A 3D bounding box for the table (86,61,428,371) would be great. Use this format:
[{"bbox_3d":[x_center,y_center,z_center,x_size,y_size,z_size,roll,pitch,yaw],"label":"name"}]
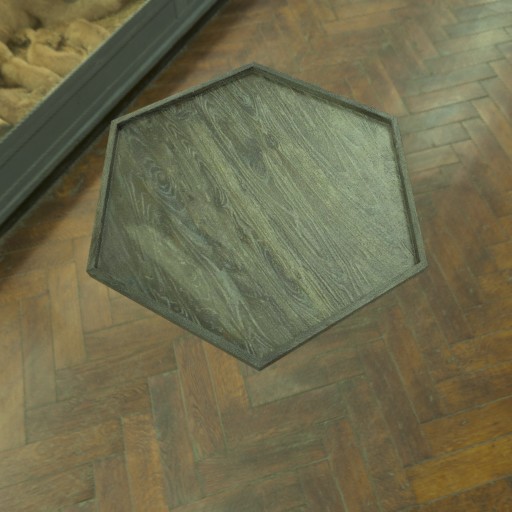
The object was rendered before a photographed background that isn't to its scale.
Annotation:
[{"bbox_3d":[0.000,0.000,1.104,0.592,0.586,0.683,-1,63,0],"label":"table"}]
